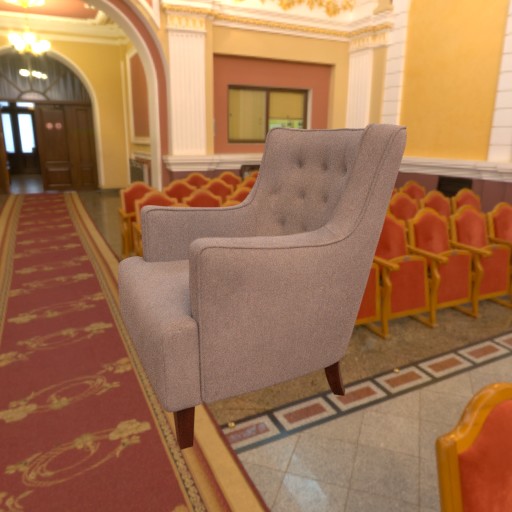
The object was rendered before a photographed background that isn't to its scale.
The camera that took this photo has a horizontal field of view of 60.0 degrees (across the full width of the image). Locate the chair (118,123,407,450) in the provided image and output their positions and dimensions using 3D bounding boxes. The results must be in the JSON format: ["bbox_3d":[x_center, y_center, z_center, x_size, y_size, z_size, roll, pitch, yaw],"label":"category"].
[{"bbox_3d":[0.000,0.000,1.616,0.910,0.919,0.781,-7,17,-24],"label":"chair"}]
